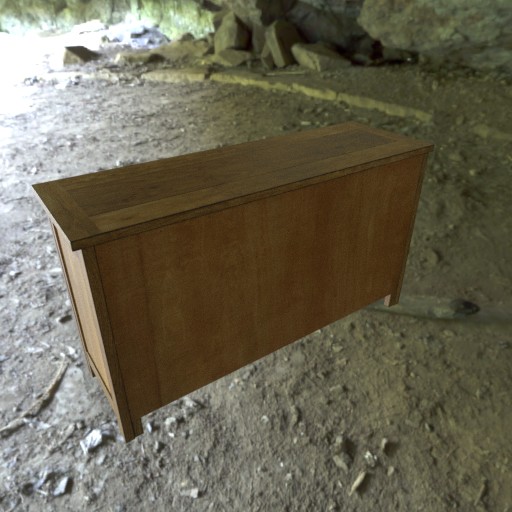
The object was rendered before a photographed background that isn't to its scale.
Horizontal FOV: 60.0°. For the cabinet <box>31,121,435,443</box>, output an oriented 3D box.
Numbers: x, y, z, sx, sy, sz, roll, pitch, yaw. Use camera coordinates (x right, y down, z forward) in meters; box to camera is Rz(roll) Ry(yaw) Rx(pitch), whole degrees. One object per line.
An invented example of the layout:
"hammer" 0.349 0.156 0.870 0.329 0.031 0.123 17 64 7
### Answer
"cabinet" 0.000 0.000 1.856 1.474 0.813 0.480 -19 36 -29
